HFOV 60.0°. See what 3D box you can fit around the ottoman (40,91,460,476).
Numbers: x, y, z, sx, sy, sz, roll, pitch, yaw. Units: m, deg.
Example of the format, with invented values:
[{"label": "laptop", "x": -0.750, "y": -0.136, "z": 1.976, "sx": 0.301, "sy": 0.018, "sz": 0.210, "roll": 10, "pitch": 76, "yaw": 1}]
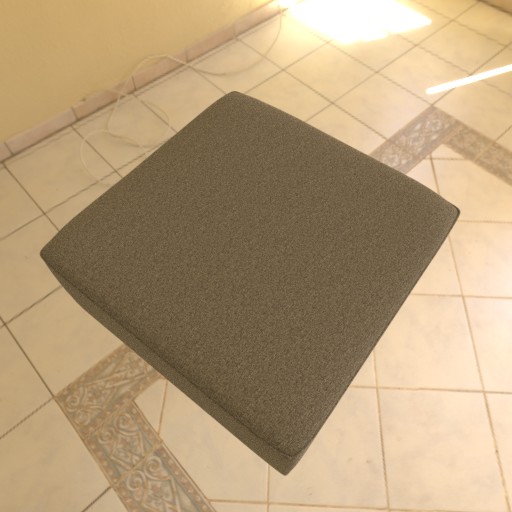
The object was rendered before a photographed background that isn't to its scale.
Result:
[{"label": "ottoman", "x": 0.000, "y": 0.000, "z": 1.589, "sx": 1.015, "sy": 0.464, "sz": 1.005, "roll": 34, "pitch": 65, "yaw": 18}]
